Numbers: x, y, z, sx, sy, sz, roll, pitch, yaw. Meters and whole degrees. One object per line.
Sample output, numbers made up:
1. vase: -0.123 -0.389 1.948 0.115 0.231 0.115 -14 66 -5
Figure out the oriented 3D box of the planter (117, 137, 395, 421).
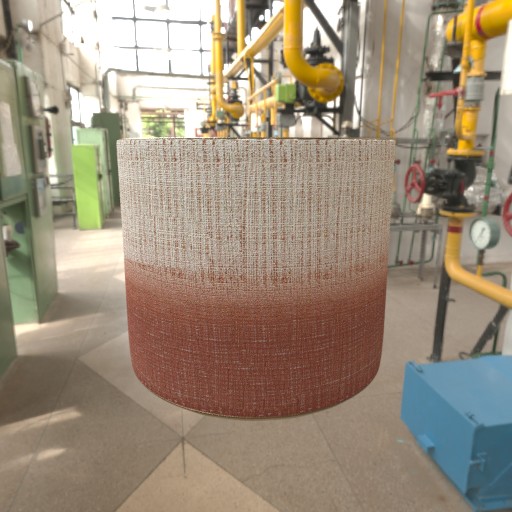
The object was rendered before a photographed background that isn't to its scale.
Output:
1. planter: 0.000 0.000 0.309 0.178 0.157 0.178 0 14 0
